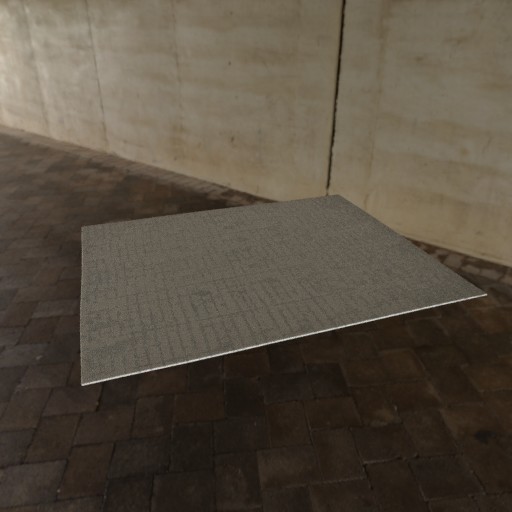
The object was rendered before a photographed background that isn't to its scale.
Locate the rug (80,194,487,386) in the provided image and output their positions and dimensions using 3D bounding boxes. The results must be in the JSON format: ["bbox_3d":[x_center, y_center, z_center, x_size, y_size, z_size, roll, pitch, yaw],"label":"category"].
[{"bbox_3d":[0.000,0.000,4.101,3.061,0.014,2.447,-9,29,-17],"label":"rug"}]
